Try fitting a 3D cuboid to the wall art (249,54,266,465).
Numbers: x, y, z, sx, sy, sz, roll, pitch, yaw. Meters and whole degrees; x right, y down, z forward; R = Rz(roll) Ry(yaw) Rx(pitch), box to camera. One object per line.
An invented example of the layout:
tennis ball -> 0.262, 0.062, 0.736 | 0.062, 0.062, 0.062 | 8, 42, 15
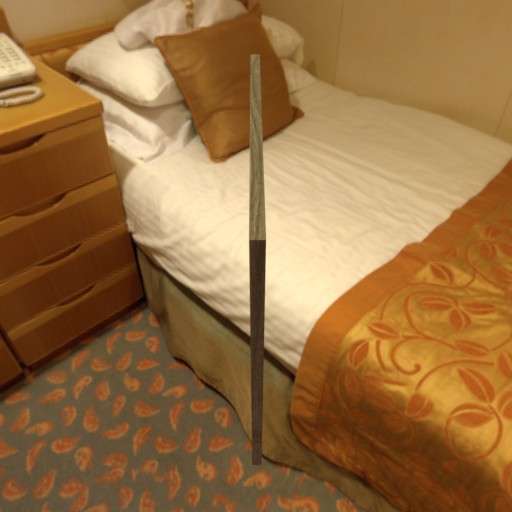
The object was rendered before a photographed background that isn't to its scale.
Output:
wall art -> 0.000, 0.000, 0.775 | 0.016, 0.507, 0.508 | 0, 43, 0
